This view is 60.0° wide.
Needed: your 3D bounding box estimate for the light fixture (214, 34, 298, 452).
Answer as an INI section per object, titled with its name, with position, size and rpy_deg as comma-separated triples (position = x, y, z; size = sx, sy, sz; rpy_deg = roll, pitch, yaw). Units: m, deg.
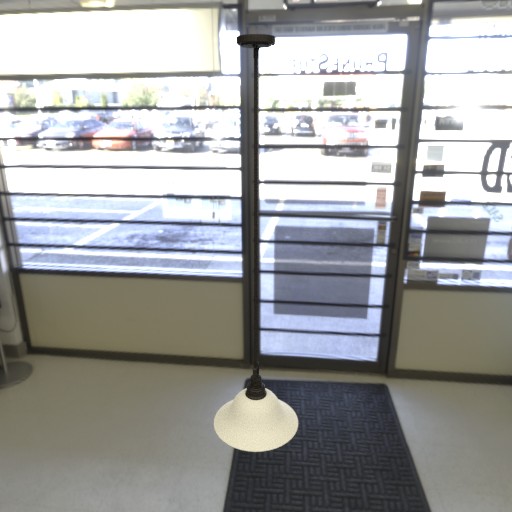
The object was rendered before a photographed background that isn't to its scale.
[light fixture]
position = 0.000, 0.000, 1.495
size = 0.324, 1.337, 0.324
rpy_deg = 3, 18, 9
